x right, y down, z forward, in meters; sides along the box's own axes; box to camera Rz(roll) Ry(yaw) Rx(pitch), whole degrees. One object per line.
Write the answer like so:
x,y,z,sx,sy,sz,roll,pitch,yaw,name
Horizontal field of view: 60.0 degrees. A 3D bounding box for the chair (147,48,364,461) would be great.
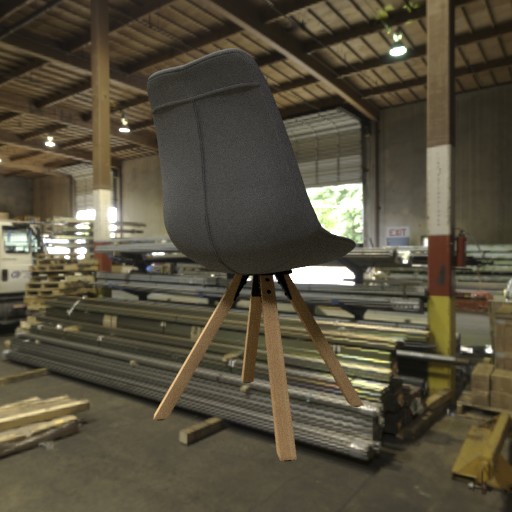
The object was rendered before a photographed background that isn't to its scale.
0.000,0.000,1.193,0.474,0.863,0.549,1,1,36,chair
